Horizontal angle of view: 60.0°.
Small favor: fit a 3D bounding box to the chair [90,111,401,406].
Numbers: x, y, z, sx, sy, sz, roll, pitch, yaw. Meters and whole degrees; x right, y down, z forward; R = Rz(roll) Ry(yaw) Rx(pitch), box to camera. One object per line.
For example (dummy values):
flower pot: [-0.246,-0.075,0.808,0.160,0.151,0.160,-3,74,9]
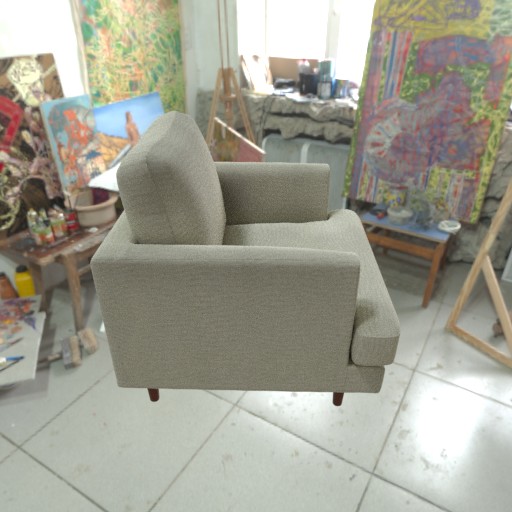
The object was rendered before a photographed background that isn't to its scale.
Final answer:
chair: [0.000,0.000,1.662,0.899,0.957,0.858,1,31,1]
